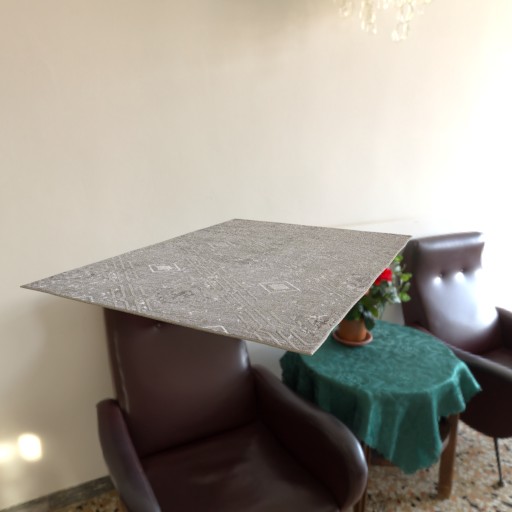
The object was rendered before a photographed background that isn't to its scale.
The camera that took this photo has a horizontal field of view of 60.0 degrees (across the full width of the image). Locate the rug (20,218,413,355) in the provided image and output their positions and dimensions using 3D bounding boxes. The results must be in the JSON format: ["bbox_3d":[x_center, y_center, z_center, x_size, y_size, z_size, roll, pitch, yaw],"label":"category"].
[{"bbox_3d":[0.000,0.000,4.366,2.448,0.020,3.359,8,17,27],"label":"rug"}]
